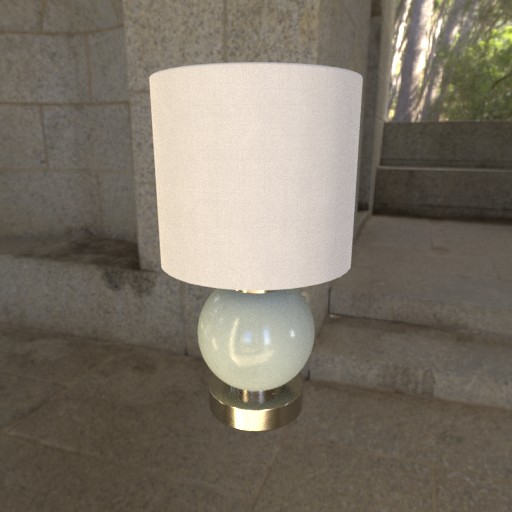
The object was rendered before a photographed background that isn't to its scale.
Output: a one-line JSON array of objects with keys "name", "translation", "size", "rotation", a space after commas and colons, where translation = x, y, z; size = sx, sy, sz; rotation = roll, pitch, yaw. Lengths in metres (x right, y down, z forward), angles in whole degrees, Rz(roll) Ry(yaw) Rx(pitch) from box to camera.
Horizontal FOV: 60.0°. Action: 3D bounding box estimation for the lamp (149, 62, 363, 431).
[{"name": "lamp", "translation": [0.000, 0.000, 0.472], "size": [0.201, 0.353, 0.201], "rotation": [-2, 15, -9]}]
